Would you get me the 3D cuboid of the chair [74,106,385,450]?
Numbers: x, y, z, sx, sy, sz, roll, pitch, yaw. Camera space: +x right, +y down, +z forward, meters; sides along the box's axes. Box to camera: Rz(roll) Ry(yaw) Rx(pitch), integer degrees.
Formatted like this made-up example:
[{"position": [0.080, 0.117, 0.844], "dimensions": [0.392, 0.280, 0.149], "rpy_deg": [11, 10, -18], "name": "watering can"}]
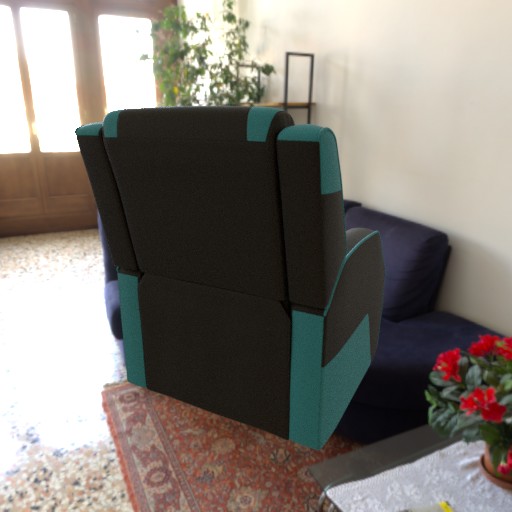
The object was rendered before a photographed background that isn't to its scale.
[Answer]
[{"position": [0.000, 0.000, 1.275], "dimensions": [0.620, 0.805, 0.672], "rpy_deg": [9, 20, 27], "name": "chair"}]
